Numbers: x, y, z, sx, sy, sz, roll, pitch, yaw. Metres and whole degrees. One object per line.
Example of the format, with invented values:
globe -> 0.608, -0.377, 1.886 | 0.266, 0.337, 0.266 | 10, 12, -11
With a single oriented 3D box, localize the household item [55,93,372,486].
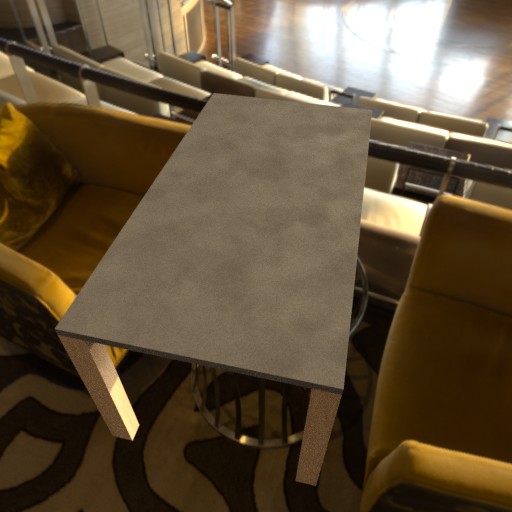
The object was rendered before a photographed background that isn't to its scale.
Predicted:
household item -> 0.000, 0.000, 2.060 | 0.850, 0.755, 1.600 | 9, 46, 9
